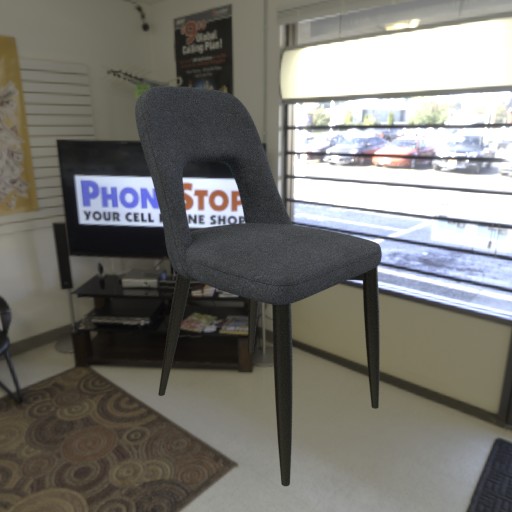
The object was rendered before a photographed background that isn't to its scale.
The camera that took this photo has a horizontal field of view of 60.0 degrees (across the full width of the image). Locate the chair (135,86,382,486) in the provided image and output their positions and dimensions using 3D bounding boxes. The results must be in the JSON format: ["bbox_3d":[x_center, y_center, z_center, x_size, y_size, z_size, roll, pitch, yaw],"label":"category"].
[{"bbox_3d":[0.000,0.000,1.259,0.612,0.931,0.470,15,22,42],"label":"chair"}]
